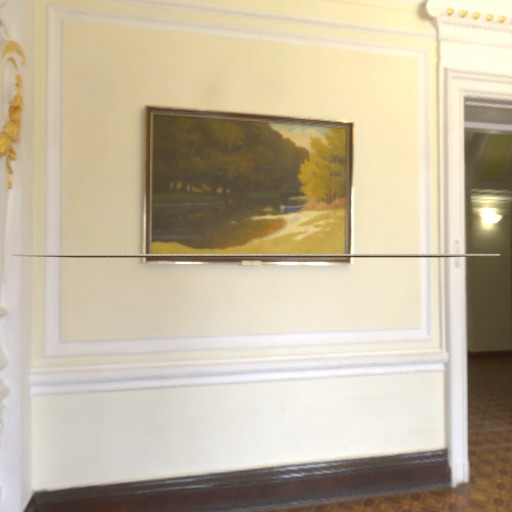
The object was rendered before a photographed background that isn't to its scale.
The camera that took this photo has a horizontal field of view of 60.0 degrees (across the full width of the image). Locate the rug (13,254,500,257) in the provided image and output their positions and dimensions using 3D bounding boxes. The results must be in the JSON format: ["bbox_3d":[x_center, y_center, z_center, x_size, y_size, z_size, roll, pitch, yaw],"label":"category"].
[{"bbox_3d":[0.000,0.000,2.583,2.435,0.009,0.750,0,-1,0],"label":"rug"}]
